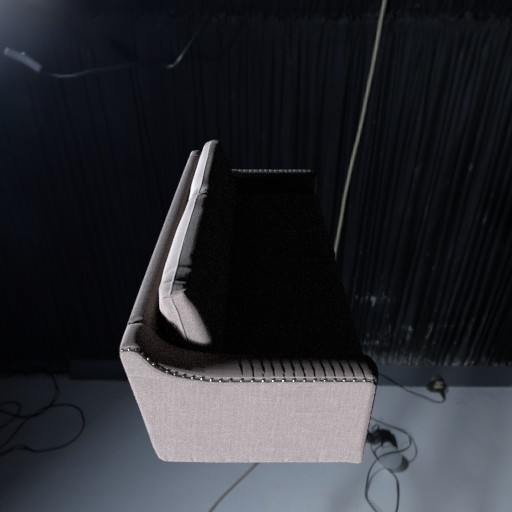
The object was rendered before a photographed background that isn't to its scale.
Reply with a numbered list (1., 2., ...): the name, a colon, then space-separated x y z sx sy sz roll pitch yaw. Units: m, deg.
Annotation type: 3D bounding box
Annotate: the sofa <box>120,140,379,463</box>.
1. sofa: 0.000 0.000 2.669 1.000 0.857 2.208 0 32 0
